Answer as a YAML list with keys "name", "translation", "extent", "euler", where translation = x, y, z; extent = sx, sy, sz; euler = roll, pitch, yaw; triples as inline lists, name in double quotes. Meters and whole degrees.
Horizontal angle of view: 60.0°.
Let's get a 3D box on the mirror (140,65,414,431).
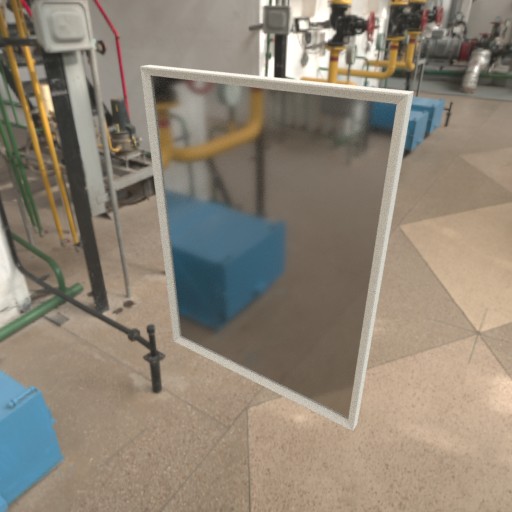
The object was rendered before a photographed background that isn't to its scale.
- name: "mirror"
  translation: [0.000, 0.000, 1.341]
  extent: [0.762, 1.016, 0.041]
  euler: [19, 35, 29]
